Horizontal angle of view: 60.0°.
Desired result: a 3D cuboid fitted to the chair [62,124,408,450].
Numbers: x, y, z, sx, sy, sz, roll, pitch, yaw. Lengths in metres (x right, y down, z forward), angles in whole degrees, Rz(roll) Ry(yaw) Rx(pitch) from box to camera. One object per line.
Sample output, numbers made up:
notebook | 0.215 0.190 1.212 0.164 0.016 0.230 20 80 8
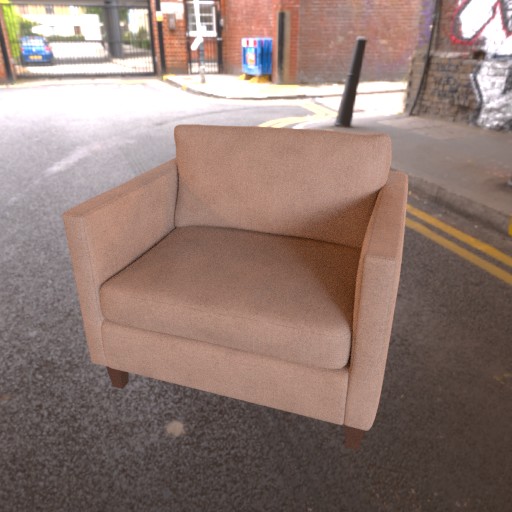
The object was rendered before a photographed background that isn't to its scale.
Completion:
chair | 0.000 0.000 1.841 1.133 0.961 0.959 8 27 17
